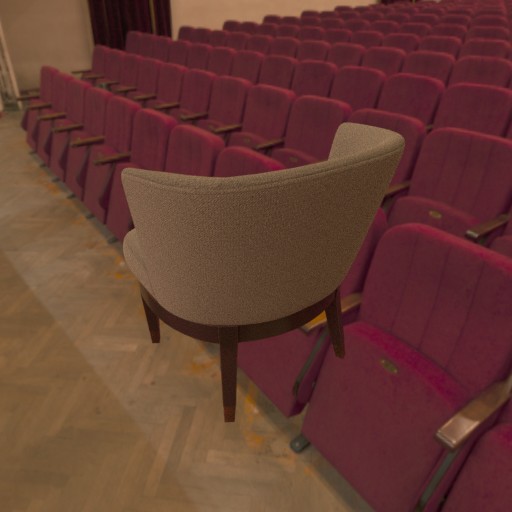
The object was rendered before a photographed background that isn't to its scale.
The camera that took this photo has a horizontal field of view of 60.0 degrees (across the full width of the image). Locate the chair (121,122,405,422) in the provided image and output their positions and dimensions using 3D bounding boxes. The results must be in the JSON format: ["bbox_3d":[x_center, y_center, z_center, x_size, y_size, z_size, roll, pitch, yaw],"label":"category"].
[{"bbox_3d":[0.000,0.000,1.304,0.700,0.760,0.660,-20,36,-30],"label":"chair"}]
